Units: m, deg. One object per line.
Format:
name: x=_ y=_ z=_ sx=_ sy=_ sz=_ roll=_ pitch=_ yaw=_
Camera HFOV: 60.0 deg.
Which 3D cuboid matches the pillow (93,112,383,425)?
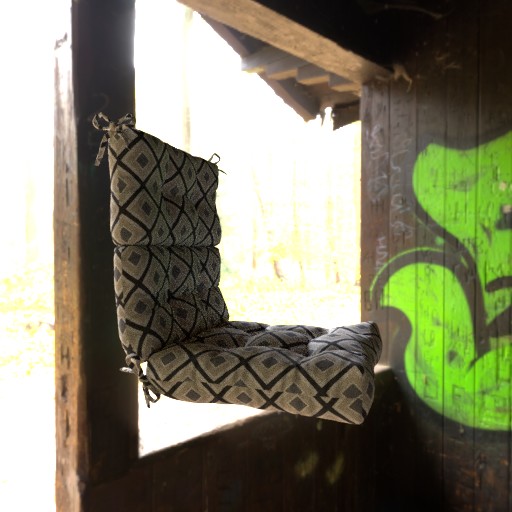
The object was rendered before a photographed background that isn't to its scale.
pillow: x=0.000 y=0.000 z=1.061 sx=0.571 sy=0.605 sz=0.519 roll=0 pitch=1 yaw=18
